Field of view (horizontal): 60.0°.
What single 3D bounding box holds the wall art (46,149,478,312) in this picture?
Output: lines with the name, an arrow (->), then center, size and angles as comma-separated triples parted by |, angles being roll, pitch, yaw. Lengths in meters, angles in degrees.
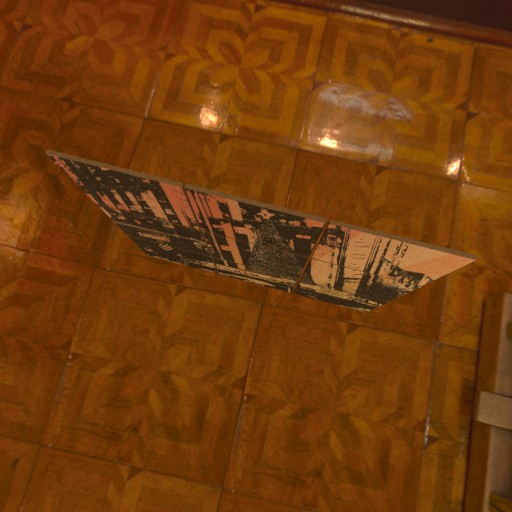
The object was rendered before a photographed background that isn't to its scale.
wall art -> 0.000, 0.000, 1.798 | 1.216, 1.216, 0.013 | 14, 77, 3
